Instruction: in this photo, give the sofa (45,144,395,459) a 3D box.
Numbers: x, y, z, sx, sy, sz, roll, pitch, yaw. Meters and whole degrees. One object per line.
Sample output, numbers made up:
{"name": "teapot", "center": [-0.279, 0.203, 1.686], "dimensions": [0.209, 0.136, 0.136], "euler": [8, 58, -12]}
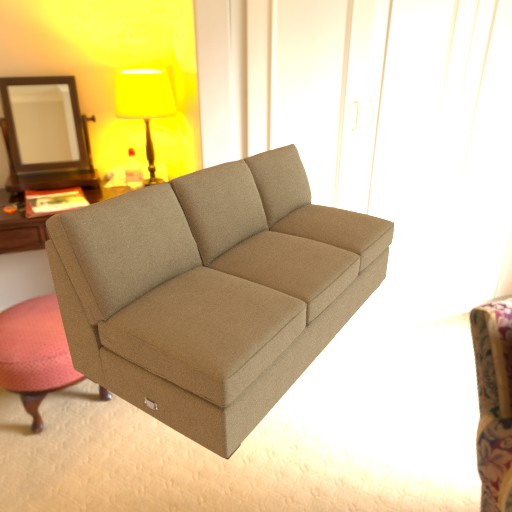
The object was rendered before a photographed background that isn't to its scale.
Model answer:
{"name": "sofa", "center": [0.000, 0.000, 2.765], "dimensions": [1.127, 1.036, 2.092], "euler": [16, 30, 31]}
